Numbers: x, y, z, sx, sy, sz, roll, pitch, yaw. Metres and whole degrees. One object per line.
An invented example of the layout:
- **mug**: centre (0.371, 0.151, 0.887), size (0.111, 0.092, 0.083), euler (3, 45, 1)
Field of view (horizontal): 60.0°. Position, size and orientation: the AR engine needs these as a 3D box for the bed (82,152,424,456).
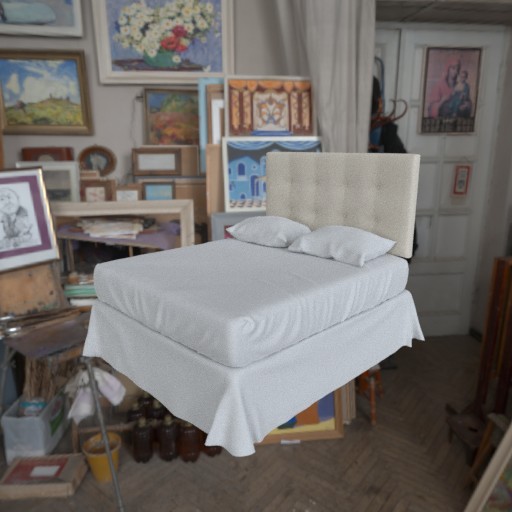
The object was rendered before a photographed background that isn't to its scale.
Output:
- **bed**: centre (0.000, 0.000, 3.519), size (2.222, 1.577, 1.936), euler (-13, 19, -43)
